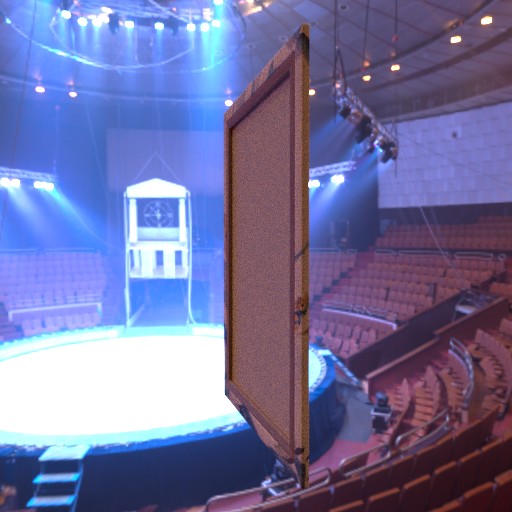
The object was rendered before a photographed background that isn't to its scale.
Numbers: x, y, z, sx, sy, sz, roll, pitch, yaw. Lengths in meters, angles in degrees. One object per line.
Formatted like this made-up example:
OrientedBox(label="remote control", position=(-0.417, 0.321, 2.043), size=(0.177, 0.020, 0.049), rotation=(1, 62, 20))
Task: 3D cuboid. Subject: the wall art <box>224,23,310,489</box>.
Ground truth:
OrientedBox(label="wall art", position=(0.000, 0.000, 1.156), size=(0.016, 0.914, 0.610), rotation=(0, 1, -19))
